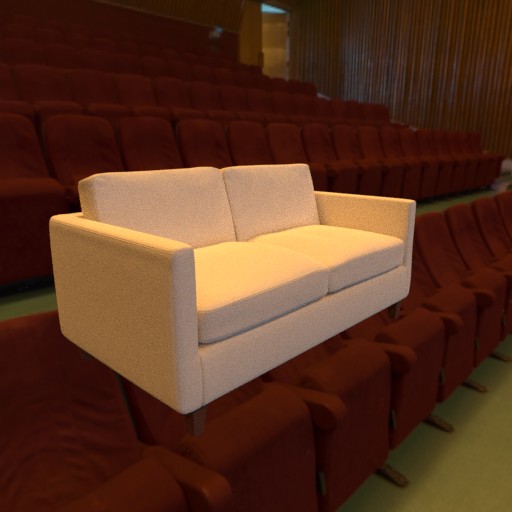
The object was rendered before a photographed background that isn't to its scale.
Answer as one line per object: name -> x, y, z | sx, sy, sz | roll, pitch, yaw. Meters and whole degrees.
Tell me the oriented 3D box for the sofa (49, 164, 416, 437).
sofa -> 0.000, 0.000, 2.276 | 0.964, 0.888, 1.702 | 13, 19, 42
